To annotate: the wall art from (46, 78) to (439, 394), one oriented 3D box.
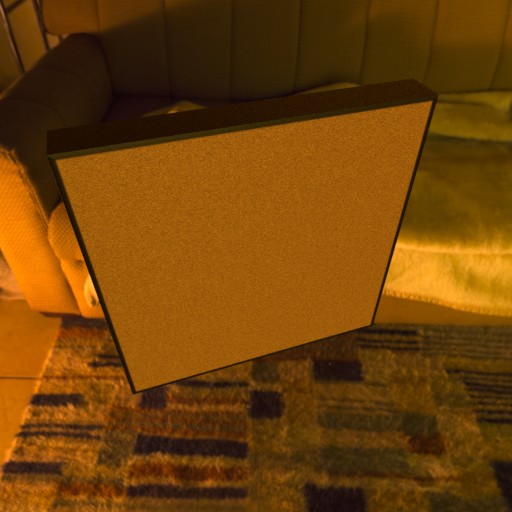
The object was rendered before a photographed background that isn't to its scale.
[{"bbox_3d":[0.000,0.000,0.443,0.304,0.303,0.037,-13,44,-14],"label":"wall art"}]
